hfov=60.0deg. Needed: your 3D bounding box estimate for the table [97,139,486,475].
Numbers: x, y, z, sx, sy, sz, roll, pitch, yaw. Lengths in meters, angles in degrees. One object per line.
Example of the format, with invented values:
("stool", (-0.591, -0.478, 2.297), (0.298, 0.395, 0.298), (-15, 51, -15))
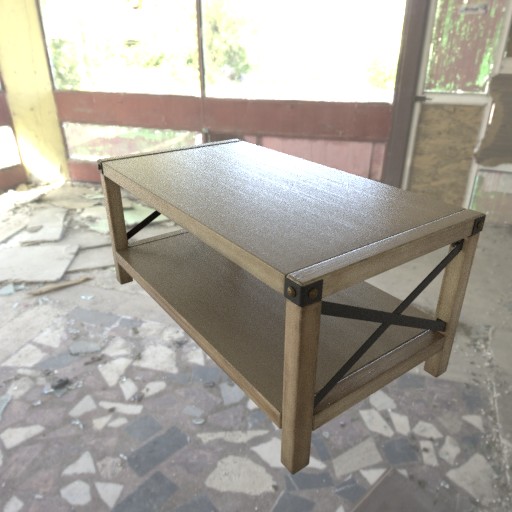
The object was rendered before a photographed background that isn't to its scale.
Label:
("table", (0.000, 0.000, 1.308), (0.559, 0.456, 1.016), (-18, 31, -32))
